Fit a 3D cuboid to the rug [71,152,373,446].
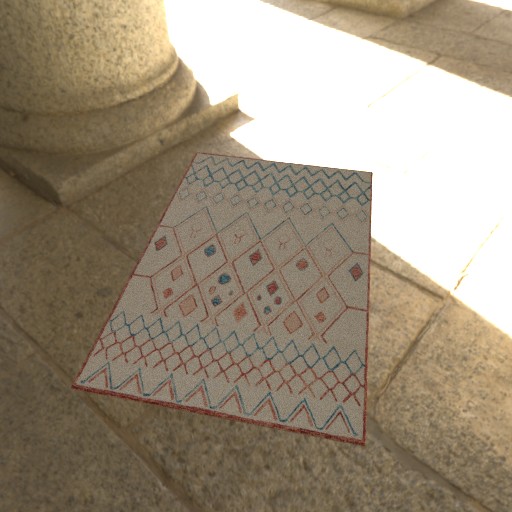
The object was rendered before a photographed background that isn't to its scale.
[{"bbox_3d":[0.000,0.000,2.402,1.219,0.016,1.829,8,46,8],"label":"rug"}]
